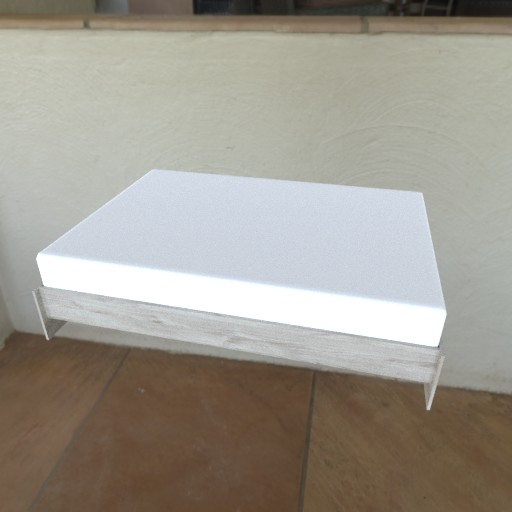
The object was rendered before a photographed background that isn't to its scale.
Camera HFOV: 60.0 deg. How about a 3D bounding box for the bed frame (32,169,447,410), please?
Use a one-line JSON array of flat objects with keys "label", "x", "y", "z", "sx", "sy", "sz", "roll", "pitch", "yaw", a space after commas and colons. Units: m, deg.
[{"label": "bed frame", "x": 0.000, "y": 0.000, "z": 2.650, "sx": 1.945, "sy": 0.497, "sz": 1.445, "roll": 7, "pitch": 31, "yaw": 12}]
